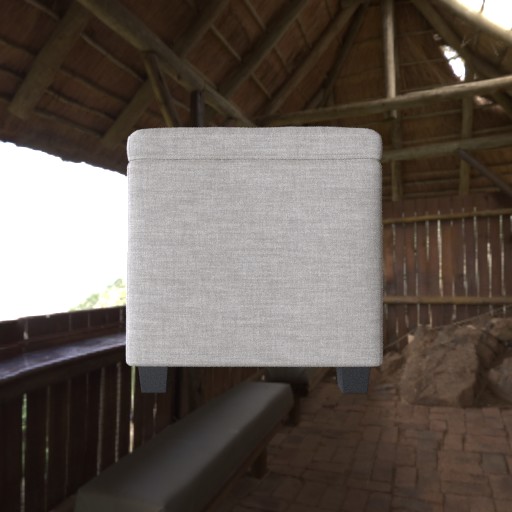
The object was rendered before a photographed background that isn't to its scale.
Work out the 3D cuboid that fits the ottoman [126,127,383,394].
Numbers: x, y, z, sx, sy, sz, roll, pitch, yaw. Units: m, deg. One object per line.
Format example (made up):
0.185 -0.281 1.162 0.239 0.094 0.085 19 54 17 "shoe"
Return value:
0.000 0.000 1.117 0.419 0.432 0.902 0 0 0 "ottoman"
